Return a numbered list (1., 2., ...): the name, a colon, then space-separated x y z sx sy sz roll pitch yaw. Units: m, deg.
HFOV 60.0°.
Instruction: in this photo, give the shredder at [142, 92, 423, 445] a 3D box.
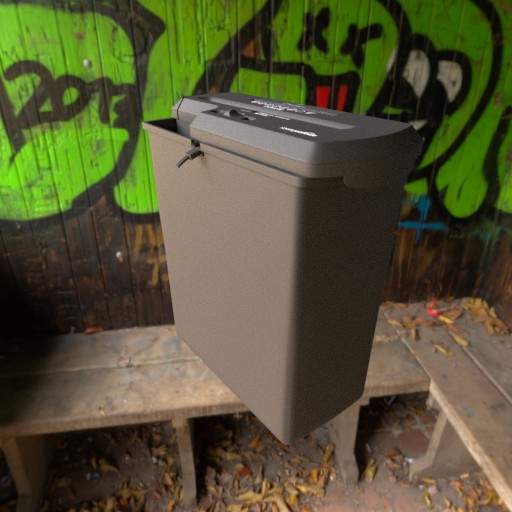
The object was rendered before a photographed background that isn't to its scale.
1. shredder: 0.000 0.000 0.517 0.170 0.335 0.320 -19 33 -32
